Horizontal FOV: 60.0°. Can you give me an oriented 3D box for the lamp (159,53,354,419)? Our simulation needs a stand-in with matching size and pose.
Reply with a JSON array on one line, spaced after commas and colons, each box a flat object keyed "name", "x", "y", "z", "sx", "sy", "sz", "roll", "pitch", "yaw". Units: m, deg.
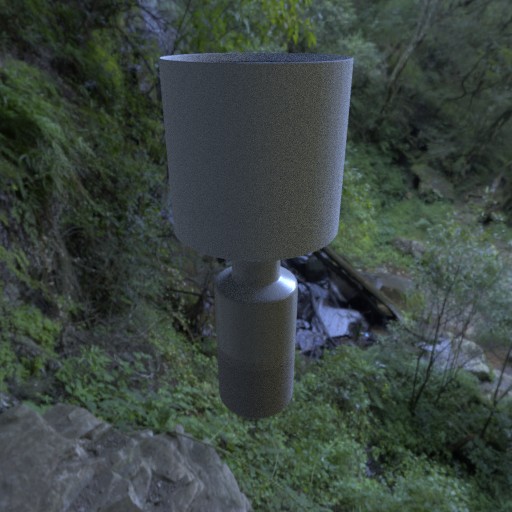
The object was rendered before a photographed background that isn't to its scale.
[{"name": "lamp", "x": 0.000, "y": 0.000, "z": 0.601, "sx": 0.212, "sy": 0.493, "sz": 0.212, "roll": -8, "pitch": 28, "yaw": -16}]
